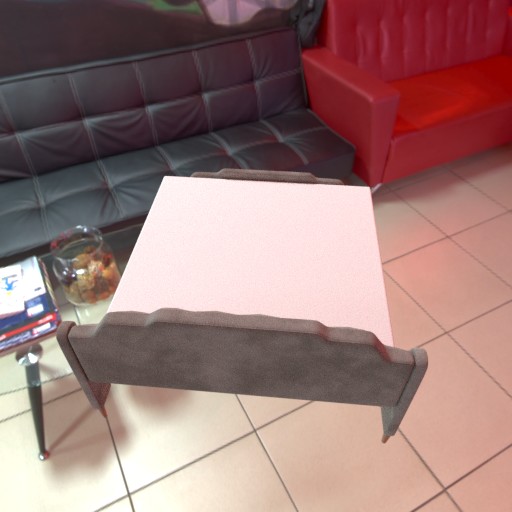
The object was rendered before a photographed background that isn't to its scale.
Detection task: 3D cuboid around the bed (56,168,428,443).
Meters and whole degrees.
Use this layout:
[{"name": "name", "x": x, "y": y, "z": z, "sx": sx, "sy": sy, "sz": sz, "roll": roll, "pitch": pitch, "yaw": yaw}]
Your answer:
[{"name": "bed", "x": 0.000, "y": 0.000, "z": 3.535, "sx": 2.074, "sy": 1.245, "sz": 2.340, "roll": 4, "pitch": 44, "yaw": 4}]
